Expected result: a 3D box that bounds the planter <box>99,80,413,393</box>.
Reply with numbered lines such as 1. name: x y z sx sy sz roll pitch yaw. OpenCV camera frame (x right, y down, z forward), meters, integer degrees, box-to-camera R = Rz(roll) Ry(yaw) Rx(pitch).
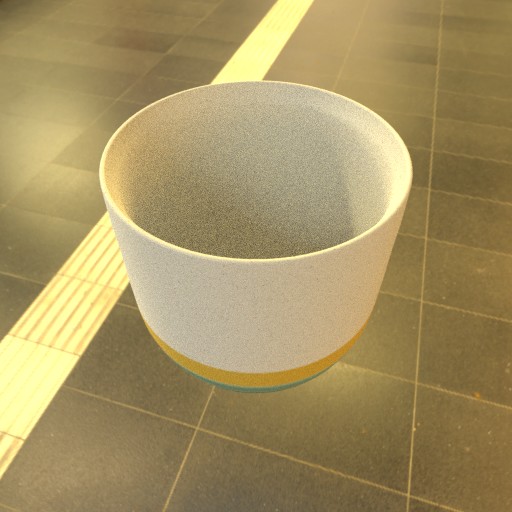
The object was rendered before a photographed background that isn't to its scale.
1. planter: 0.000 0.000 0.484 0.268 0.270 0.268 0 47 0
